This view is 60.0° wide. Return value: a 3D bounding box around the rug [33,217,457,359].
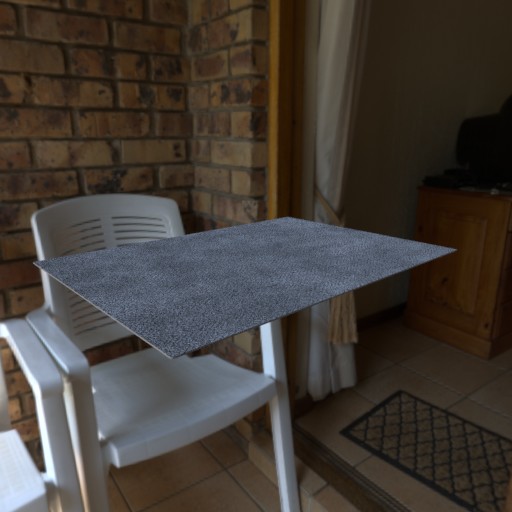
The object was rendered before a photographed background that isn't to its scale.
[{"bbox_3d":[0.000,0.000,2.857,2.235,0.008,1.600,-14,21,-40],"label":"rug"}]
